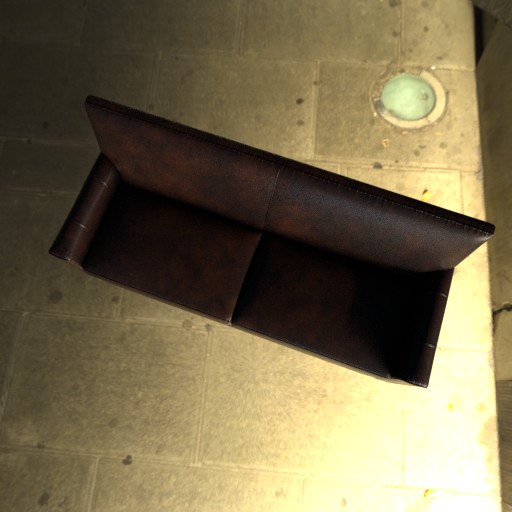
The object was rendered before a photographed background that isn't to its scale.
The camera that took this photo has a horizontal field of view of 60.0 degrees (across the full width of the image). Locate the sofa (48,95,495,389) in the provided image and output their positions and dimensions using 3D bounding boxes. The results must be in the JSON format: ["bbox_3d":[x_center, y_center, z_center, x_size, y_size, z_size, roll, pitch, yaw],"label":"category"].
[{"bbox_3d":[0.000,0.000,2.380,1.995,0.871,0.786,19,76,5],"label":"sofa"}]
